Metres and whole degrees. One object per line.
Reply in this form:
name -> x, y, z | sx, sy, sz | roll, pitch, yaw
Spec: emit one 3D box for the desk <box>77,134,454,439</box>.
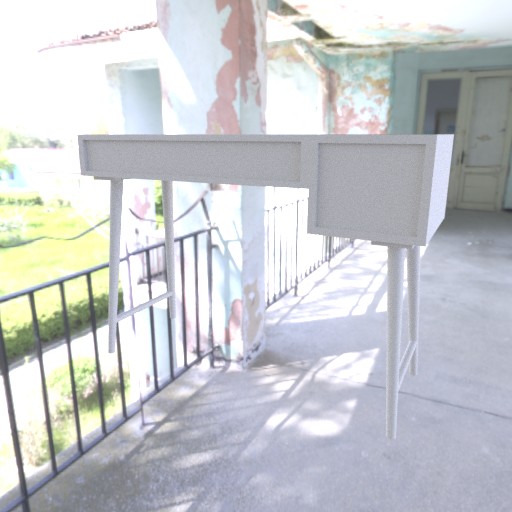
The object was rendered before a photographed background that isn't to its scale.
desk -> 0.000, 0.000, 1.438 | 1.069, 0.761, 0.409 | 8, 17, 27
